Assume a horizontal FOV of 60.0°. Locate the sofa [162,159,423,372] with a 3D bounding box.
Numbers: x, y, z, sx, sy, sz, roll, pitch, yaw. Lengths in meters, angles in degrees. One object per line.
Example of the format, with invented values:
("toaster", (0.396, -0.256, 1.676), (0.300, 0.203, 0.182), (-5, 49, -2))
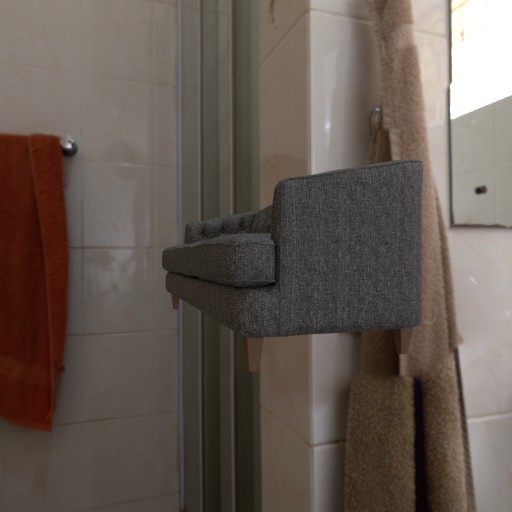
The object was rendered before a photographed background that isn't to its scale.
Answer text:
("sofa", (0.000, 0.000, 2.741), (0.941, 0.855, 2.278), (0, 0, -18))
